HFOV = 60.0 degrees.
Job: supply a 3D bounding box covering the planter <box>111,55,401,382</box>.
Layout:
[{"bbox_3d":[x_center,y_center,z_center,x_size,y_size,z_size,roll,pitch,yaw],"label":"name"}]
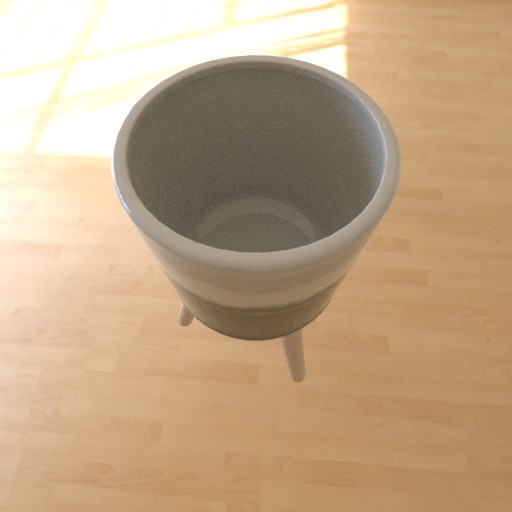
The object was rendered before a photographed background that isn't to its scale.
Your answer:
[{"bbox_3d":[0.000,0.000,0.473,0.217,0.331,0.217,-18,61,-10],"label":"planter"}]
